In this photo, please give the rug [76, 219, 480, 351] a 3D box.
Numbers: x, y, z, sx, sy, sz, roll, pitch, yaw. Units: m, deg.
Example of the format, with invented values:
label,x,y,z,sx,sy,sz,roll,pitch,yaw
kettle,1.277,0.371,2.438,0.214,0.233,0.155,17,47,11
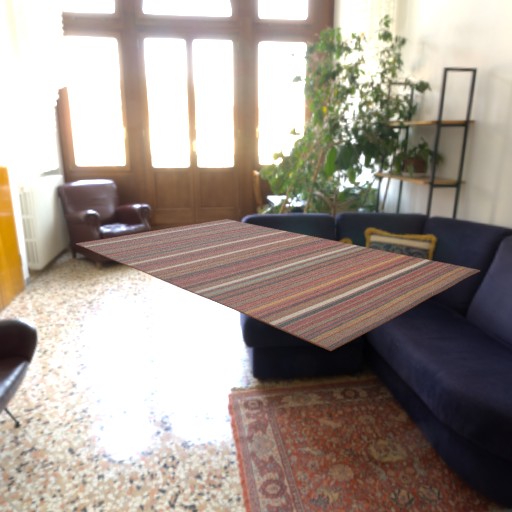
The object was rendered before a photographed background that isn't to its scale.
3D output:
label,x,y,z,sx,sy,sz,roll,pitch,yaw
rug,0.000,0.000,3.076,1.523,0.008,2.438,-14,20,-42
